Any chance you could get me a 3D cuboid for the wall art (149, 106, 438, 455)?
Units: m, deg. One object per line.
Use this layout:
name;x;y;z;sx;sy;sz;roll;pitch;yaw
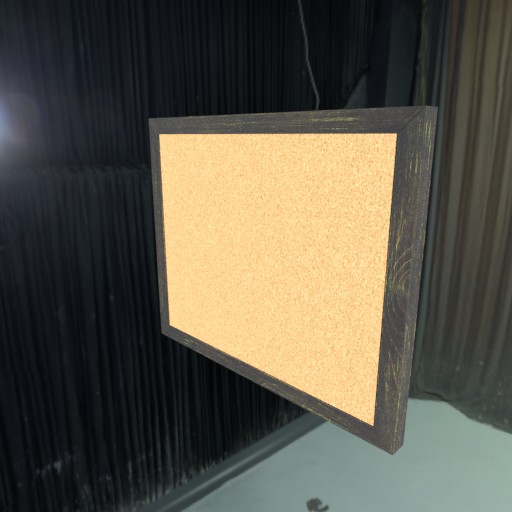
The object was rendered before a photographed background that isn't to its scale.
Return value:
wall art;0.000;0.000;0.750;0.558;0.457;0.032;14;21;43
